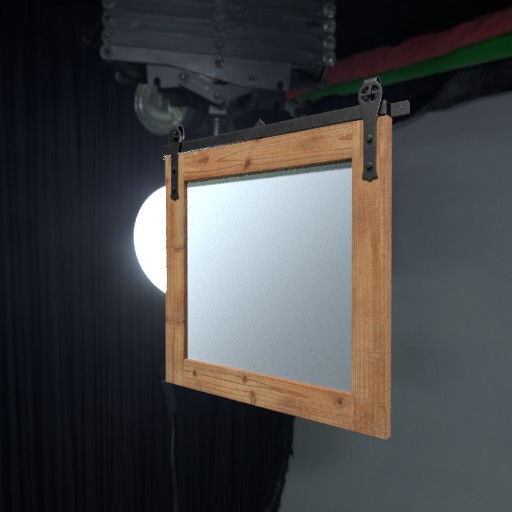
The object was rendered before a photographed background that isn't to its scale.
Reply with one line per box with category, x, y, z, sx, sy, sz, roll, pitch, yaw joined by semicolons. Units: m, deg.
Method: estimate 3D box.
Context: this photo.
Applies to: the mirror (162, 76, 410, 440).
mirror;0.000;0.000;1.199;0.805;0.800;0.054;1;1;37
